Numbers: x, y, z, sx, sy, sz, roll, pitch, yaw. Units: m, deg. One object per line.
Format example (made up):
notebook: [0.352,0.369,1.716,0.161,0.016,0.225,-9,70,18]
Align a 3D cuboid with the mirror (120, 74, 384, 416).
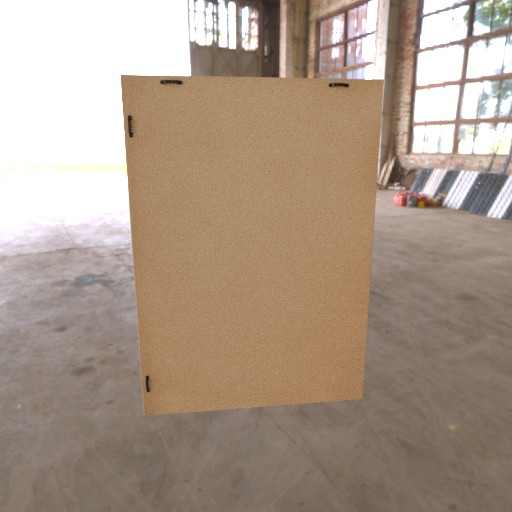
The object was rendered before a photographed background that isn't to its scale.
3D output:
mirror: [0.000,0.000,0.945,0.507,0.710,0.039,-2,14,-7]
